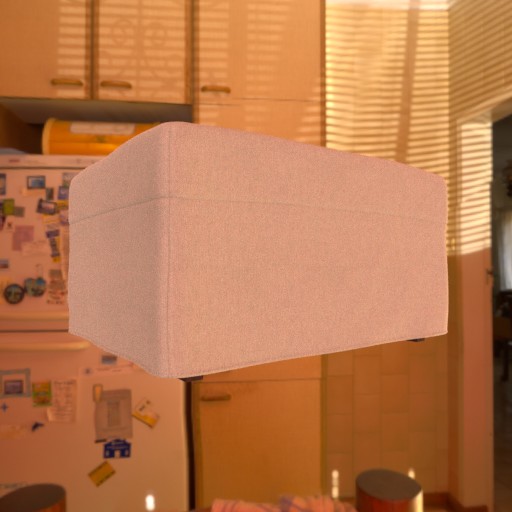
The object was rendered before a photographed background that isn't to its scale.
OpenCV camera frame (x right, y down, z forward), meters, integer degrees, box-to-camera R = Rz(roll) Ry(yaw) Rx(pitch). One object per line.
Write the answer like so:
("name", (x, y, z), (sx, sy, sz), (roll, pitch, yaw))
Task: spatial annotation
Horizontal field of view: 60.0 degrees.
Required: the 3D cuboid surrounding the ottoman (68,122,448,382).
("ottoman", (0.000, 0.000, 1.206), (0.833, 0.461, 0.648), (1, -1, -36))
